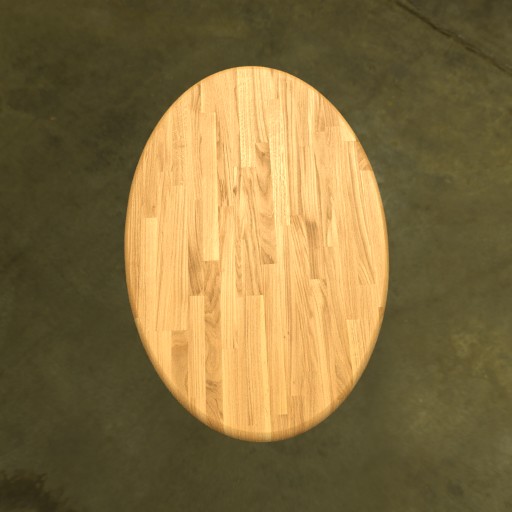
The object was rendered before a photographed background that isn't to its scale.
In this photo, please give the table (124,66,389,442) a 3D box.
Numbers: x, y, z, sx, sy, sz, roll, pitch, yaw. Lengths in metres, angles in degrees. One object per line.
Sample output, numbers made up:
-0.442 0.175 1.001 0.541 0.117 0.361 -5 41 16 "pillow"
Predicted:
0.000 0.000 1.385 0.690 0.490 1.040 -3 73 -1 "table"
